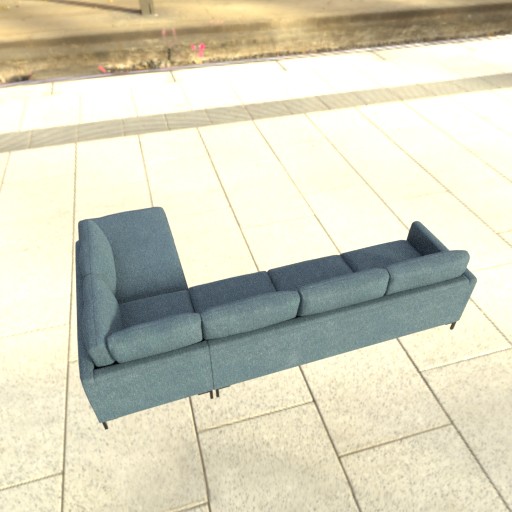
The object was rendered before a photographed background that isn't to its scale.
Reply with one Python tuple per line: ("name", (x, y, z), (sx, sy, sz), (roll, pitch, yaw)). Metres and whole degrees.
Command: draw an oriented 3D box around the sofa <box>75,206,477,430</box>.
("sofa", (0.000, 0.000, 3.854), (2.949, 0.815, 2.007), (-12, 43, -14))
